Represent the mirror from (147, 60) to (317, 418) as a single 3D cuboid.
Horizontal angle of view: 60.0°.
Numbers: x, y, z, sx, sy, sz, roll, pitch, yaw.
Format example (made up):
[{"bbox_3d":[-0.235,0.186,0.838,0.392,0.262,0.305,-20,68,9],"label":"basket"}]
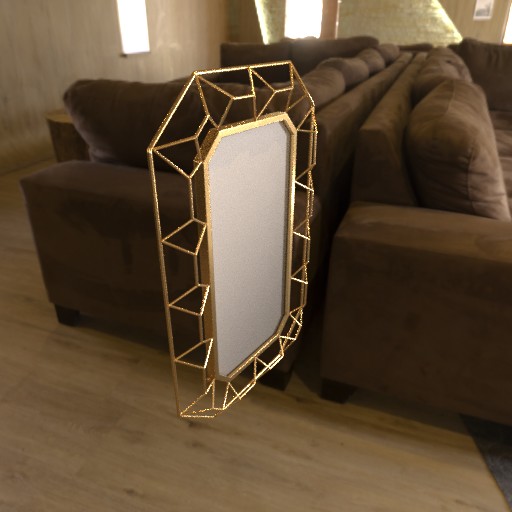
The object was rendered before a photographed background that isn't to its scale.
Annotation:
[{"bbox_3d":[0.000,0.000,1.098,0.051,0.870,0.572,19,33,31],"label":"mirror"}]
